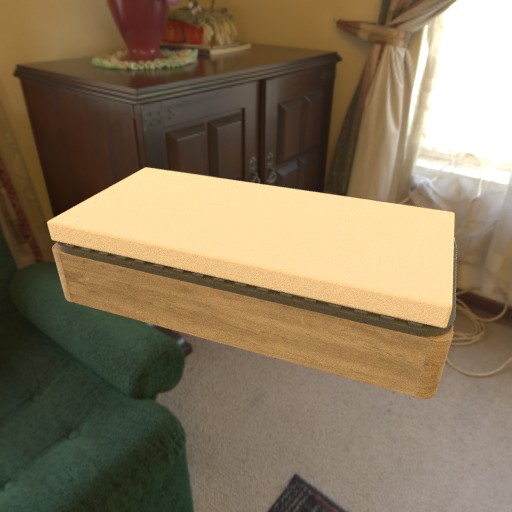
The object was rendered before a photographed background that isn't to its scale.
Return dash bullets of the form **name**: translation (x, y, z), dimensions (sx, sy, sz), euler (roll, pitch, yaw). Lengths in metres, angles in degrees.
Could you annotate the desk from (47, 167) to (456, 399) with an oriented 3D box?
- **desk**: translation (0.000, 0.000, 2.312), dimensions (1.900, 0.455, 0.900), euler (11, 32, 18)
